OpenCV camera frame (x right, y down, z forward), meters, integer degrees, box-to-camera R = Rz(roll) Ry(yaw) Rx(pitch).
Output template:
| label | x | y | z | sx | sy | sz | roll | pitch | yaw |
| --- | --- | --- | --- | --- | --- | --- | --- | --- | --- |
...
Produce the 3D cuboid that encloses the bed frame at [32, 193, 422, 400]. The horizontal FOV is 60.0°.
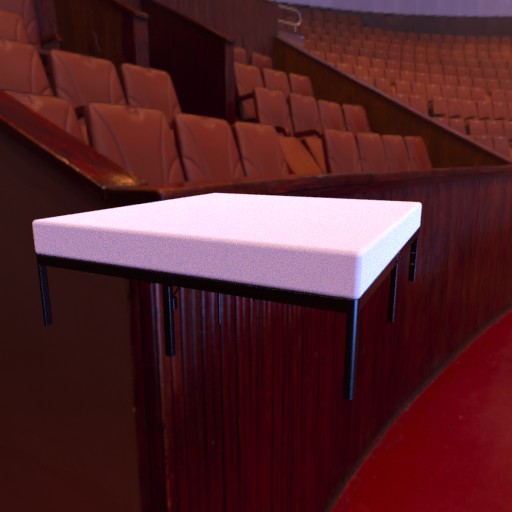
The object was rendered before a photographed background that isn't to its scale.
| label | x | y | z | sx | sy | sz | roll | pitch | yaw |
| --- | --- | --- | --- | --- | --- | --- | --- | --- | --- |
| bed frame | 0.000 | 0.000 | 3.156 | 1.963 | 0.659 | 2.079 | 6 | 15 | 26 |
